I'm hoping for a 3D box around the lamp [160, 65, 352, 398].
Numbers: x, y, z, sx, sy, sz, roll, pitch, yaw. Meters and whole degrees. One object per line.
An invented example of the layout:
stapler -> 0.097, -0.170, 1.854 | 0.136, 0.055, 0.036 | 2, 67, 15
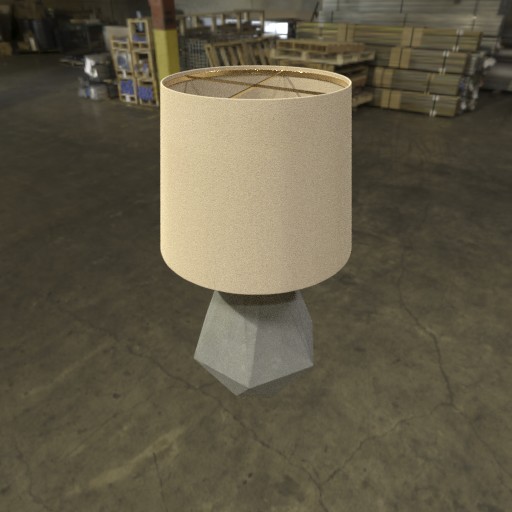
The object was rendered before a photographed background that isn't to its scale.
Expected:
lamp -> 0.000, 0.000, 0.668 | 0.276, 0.501, 0.276 | 0, 31, 0
